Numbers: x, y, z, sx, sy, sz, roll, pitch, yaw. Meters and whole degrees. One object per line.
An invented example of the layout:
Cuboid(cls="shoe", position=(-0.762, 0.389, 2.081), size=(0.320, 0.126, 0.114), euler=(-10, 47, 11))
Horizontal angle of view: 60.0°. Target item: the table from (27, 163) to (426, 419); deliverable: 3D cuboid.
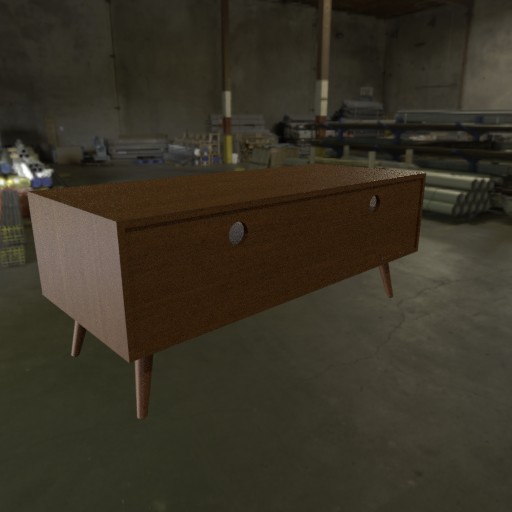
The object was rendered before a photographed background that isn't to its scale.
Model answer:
Cuboid(cls="table", position=(0.000, 0.000, 1.371), size=(1.119, 0.464, 0.490), euler=(-15, 23, -41))
